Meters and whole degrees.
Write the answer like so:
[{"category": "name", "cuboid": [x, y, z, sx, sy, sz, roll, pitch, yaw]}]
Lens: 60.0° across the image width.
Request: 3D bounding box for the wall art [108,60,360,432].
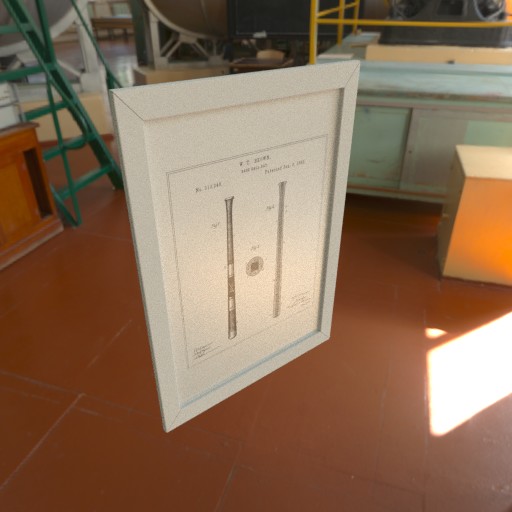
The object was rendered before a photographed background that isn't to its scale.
[{"category": "wall art", "cuboid": [0.000, 0.000, 0.684, 0.374, 0.529, 0.012, -22, 37, -32]}]
